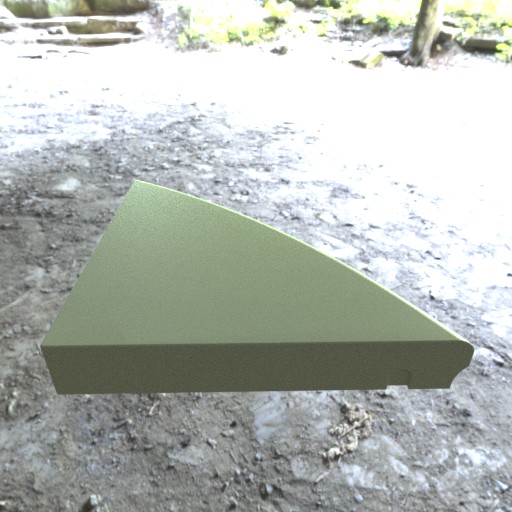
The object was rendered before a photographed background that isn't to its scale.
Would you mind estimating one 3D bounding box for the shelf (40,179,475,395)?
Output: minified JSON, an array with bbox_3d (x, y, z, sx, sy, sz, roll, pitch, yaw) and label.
[{"bbox_3d":[0.000,0.000,0.456,0.310,0.050,0.310,-1,32,-1],"label":"shelf"}]
